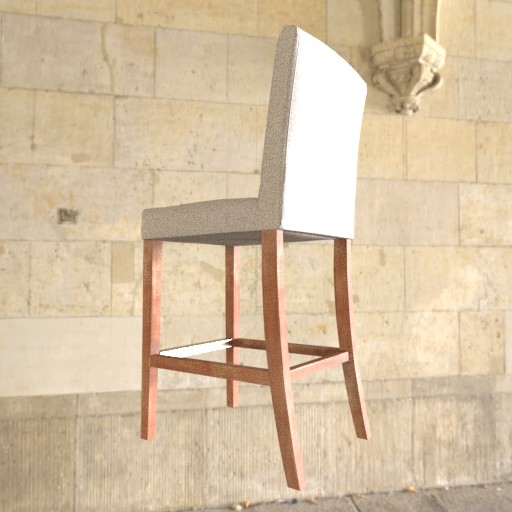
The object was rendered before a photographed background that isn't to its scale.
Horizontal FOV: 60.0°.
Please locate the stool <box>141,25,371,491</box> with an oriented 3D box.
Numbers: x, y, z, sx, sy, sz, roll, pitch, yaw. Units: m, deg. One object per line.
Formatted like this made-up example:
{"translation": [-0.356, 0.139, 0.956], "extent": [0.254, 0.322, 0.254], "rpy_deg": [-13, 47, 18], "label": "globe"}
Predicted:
{"translation": [0.000, 0.000, 1.344], "extent": [0.570, 1.088, 0.439], "rpy_deg": [-2, -3, 37], "label": "stool"}
